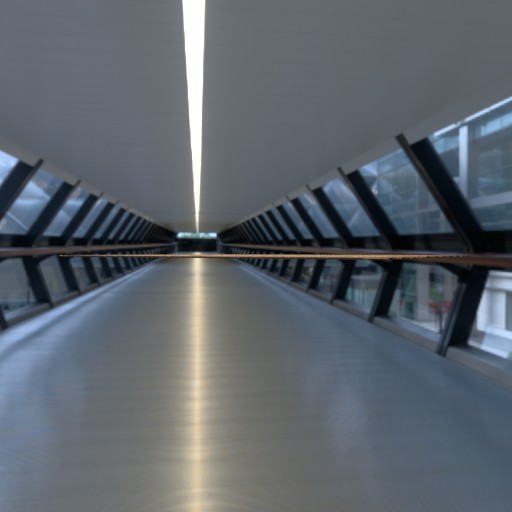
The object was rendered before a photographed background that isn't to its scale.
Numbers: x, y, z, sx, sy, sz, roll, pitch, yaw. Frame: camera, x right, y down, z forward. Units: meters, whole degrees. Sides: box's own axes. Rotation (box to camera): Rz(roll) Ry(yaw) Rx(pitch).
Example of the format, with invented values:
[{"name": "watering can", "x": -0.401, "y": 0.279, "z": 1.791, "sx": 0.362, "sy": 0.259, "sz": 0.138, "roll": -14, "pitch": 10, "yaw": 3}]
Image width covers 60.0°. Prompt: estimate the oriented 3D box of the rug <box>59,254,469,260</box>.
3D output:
[{"name": "rug", "x": 0.000, "y": 0.000, "z": 3.089, "sx": 2.434, "sy": 0.010, "sz": 1.516, "roll": 0, "pitch": 1, "yaw": 37}]
